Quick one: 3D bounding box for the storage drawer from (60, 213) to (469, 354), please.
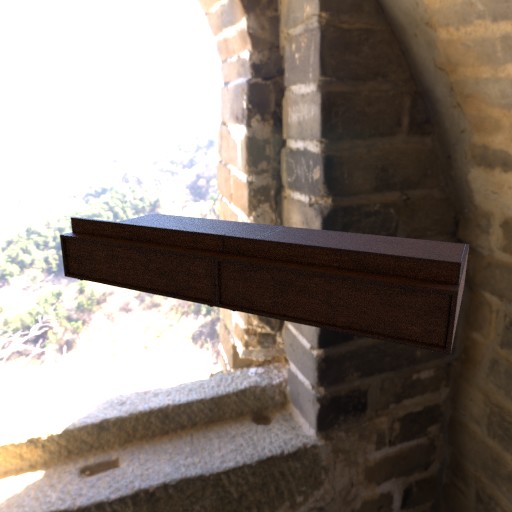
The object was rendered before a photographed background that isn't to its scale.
[{"bbox_3d":[0.000,0.000,2.251,1.914,0.339,0.774,8,17,26],"label":"storage drawer"}]
